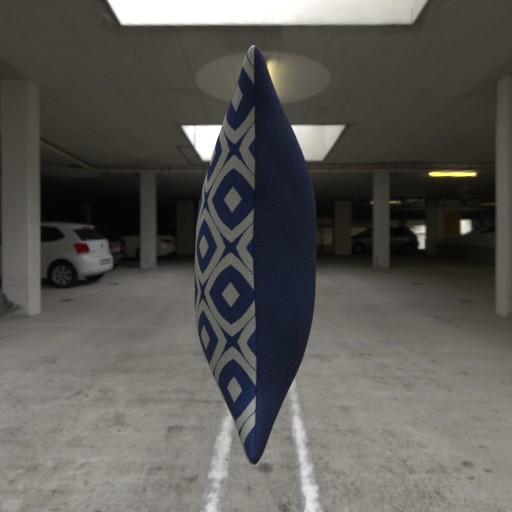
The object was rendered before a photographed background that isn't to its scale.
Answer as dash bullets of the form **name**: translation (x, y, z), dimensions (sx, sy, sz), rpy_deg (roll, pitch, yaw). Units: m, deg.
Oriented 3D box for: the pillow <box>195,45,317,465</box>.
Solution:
- **pillow**: translation (0.000, 0.000, 0.767), dimensions (0.188, 0.494, 0.504), rpy_deg (0, 0, 0)
